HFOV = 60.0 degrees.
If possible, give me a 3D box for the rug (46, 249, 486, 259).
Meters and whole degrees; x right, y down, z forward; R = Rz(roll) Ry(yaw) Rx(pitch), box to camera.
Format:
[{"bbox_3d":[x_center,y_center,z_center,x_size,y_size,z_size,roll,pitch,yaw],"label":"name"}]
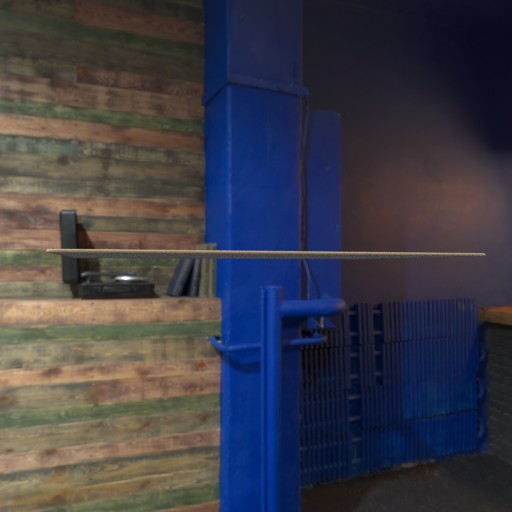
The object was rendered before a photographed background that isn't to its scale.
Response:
[{"bbox_3d":[0.000,0.000,2.083,1.667,0.013,1.062,0,-1,-18],"label":"rug"}]
